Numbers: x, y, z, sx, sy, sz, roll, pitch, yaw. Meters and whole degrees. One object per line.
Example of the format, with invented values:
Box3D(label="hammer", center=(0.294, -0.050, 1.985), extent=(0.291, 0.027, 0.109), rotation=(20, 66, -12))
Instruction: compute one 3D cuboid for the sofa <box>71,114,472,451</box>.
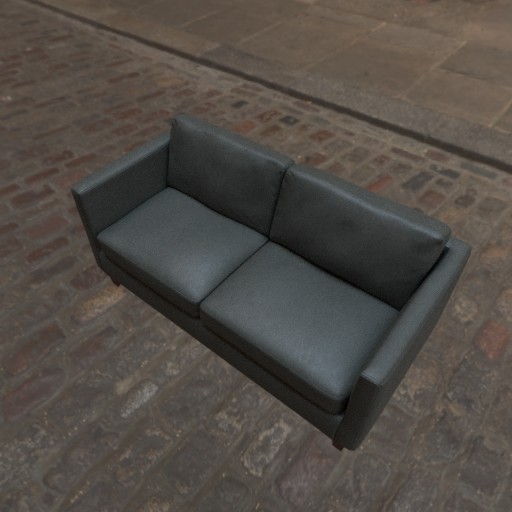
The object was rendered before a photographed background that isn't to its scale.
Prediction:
Box3D(label="sofa", center=(0.000, 0.000, 2.425), extent=(1.883, 0.933, 0.951), rotation=(30, 53, 26))
